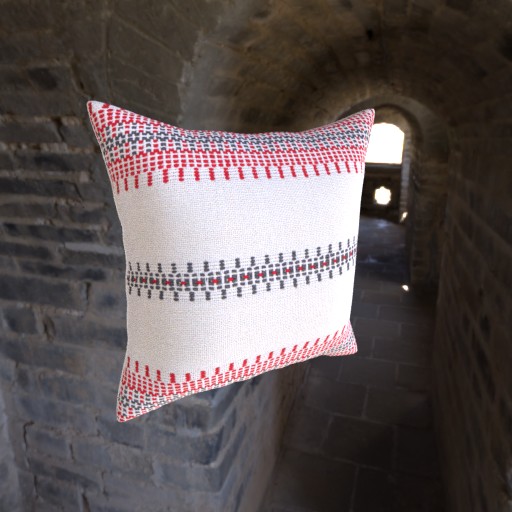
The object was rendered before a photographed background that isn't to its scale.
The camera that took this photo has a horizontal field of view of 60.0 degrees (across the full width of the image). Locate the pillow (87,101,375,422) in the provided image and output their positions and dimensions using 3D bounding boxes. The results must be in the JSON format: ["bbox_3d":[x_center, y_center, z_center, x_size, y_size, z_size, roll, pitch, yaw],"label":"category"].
[{"bbox_3d":[0.000,0.000,0.701,0.463,0.454,0.160,-8,17,-28],"label":"pillow"}]
